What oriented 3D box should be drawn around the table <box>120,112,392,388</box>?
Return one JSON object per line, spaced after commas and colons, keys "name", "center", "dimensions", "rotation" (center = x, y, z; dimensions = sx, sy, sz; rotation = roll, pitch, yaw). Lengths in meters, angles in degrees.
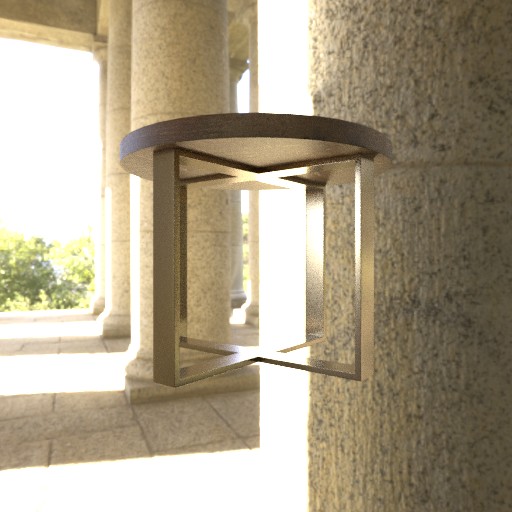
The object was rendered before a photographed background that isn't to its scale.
{"name": "table", "center": [0.000, 0.000, 0.951], "dimensions": [0.557, 0.437, 0.557], "rotation": [0, 0, 0]}
